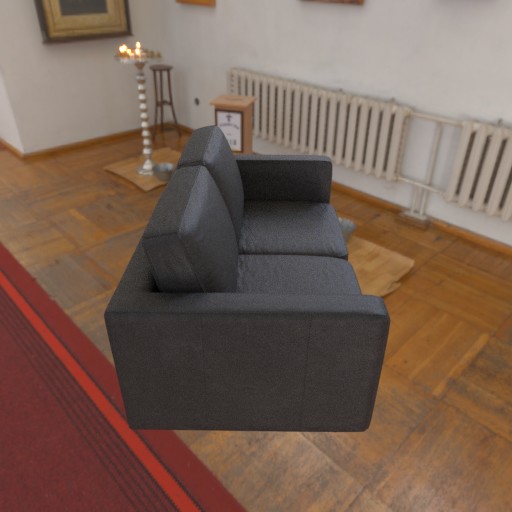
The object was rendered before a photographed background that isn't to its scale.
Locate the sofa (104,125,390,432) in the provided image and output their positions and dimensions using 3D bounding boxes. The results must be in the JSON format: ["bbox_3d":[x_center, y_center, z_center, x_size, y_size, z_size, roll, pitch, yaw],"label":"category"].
[{"bbox_3d":[0.000,0.000,2.022,0.879,0.899,1.430,0,31,1],"label":"sofa"}]
